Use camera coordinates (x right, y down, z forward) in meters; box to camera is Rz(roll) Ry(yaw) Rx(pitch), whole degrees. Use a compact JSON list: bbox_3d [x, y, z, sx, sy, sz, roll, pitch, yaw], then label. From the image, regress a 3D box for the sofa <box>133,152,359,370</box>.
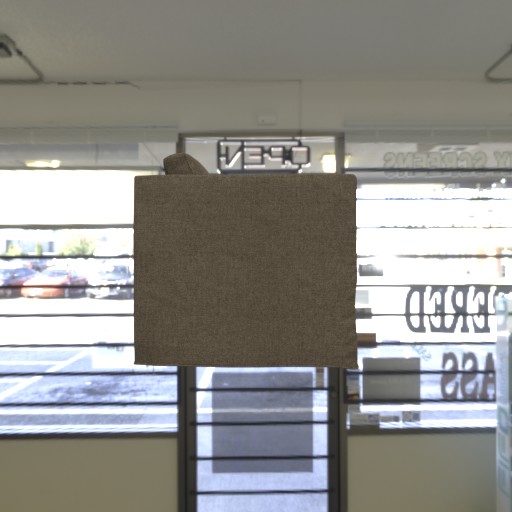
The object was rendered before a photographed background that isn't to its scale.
[{"bbox_3d":[0.000,0.000,3.309,1.036,0.998,2.779,0,0,2],"label":"sofa"}]
